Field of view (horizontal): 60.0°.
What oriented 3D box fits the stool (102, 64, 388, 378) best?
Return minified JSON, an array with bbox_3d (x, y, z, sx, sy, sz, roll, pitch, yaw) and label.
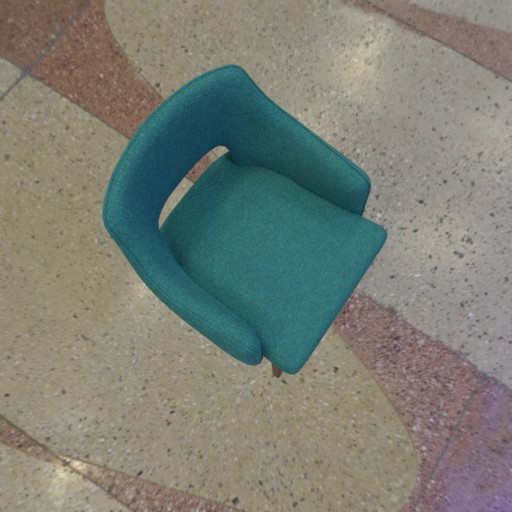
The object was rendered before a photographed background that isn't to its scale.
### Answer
[{"bbox_3d":[0.000,0.000,1.299,0.556,0.961,0.548,34,78,9],"label":"stool"}]
